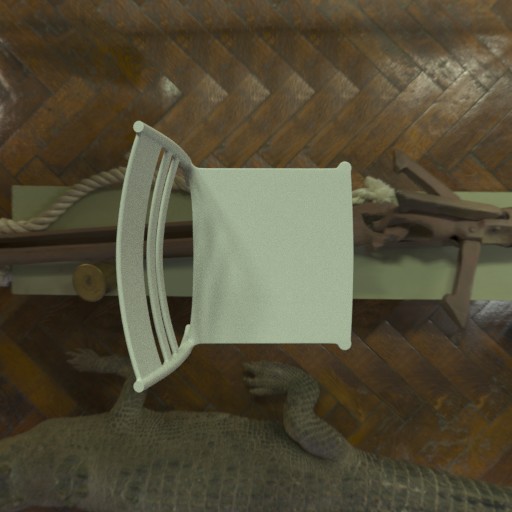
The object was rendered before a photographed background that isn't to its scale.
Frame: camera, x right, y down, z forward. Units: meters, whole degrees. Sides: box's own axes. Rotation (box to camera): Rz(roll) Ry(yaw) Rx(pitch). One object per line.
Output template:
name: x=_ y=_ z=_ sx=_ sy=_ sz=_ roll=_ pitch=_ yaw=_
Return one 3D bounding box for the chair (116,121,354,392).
chair: x=0.000 y=0.000 z=1.168 sx=0.511 sy=0.800 sz=0.531 roll=0 pitch=90 yaw=-1
